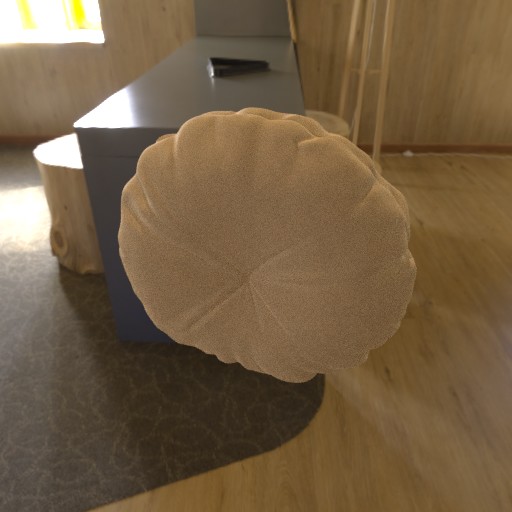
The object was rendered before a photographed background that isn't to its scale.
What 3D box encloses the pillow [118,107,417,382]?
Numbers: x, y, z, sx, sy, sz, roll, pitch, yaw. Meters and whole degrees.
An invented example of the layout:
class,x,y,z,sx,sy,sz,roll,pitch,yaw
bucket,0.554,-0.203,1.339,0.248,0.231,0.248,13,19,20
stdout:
class,x,y,z,sx,sy,sz,roll,pitch,yaw
pillow,0.000,0.000,0.629,0.428,0.407,0.148,10,34,15
